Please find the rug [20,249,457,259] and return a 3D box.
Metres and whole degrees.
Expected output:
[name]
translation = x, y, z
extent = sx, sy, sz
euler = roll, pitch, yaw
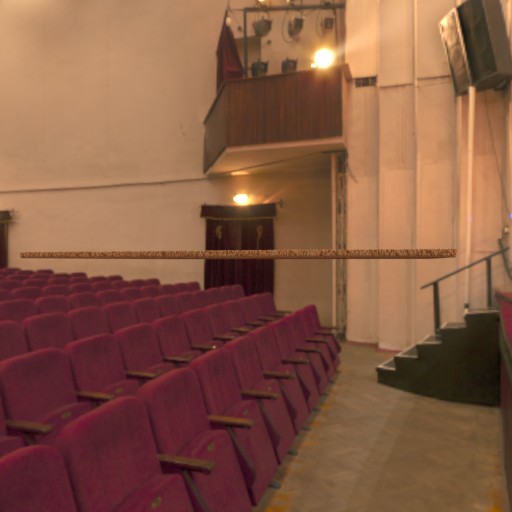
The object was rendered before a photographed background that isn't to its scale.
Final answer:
[rug]
translation = 0.000, 0.000, 2.080
extent = 1.600, 0.025, 1.199
euler = 0, -1, 18
